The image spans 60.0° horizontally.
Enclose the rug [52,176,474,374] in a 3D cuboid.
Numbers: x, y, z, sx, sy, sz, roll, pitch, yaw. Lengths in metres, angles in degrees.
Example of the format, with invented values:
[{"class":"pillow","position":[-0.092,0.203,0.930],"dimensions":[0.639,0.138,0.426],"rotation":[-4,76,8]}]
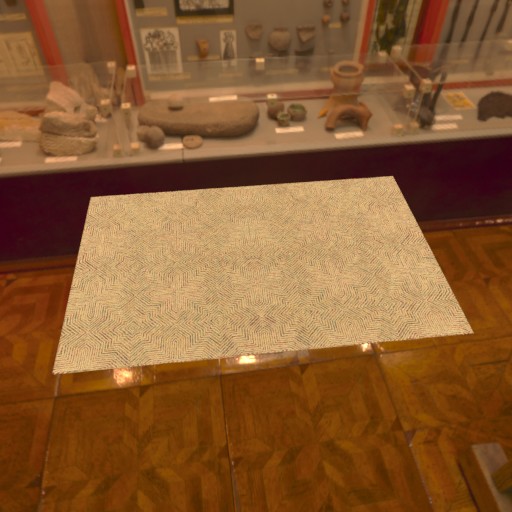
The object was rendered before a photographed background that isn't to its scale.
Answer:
[{"class":"rug","position":[0.000,0.000,3.042],"dimensions":[2.428,0.007,1.519],"rotation":[-5,48,-4]}]
